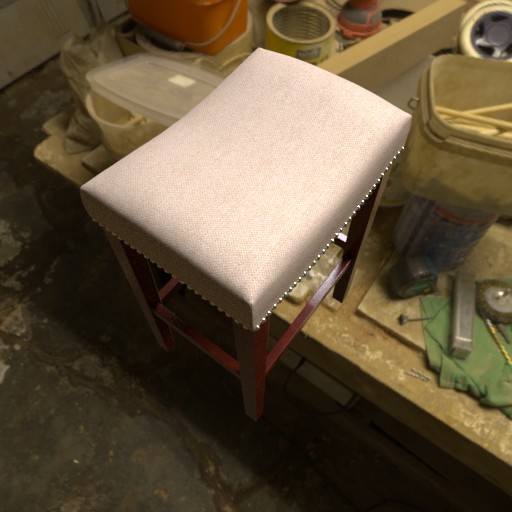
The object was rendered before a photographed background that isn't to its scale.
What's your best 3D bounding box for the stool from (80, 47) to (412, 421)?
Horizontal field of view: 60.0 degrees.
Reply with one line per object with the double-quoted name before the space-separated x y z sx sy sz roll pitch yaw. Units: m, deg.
"stool" 0.000 0.000 1.058 0.372 0.742 0.504 33 63 19
